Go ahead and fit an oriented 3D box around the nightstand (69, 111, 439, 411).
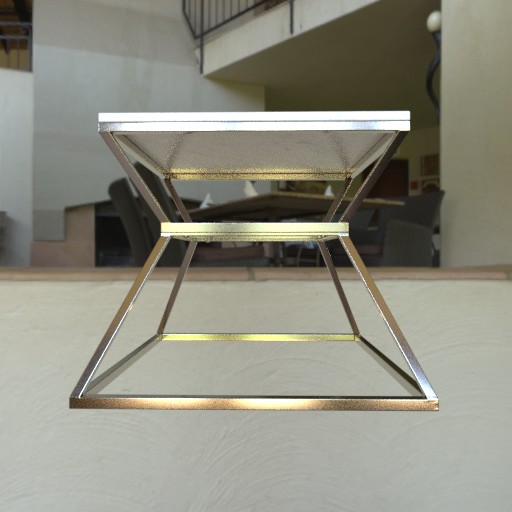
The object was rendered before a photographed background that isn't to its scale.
[{"bbox_3d":[0.000,0.000,0.870,0.513,0.426,0.514,0,0,1],"label":"nightstand"}]
